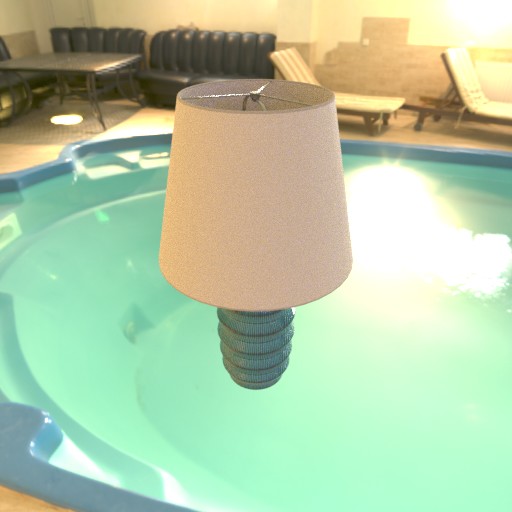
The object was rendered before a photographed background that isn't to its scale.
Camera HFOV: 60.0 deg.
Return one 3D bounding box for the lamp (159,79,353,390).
[{"bbox_3d":[0.000,0.000,0.827,0.355,0.582,0.355,0,31,0],"label":"lamp"}]
